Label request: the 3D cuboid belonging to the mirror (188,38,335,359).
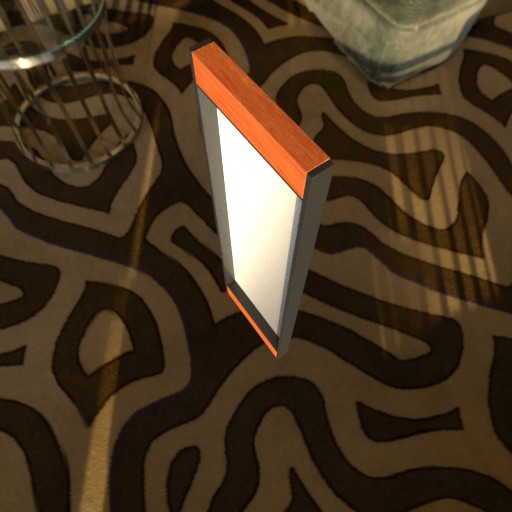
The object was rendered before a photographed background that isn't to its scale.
[{"bbox_3d":[0.000,0.000,1.218,0.047,1.123,0.343,-33,68,-15],"label":"mirror"}]
